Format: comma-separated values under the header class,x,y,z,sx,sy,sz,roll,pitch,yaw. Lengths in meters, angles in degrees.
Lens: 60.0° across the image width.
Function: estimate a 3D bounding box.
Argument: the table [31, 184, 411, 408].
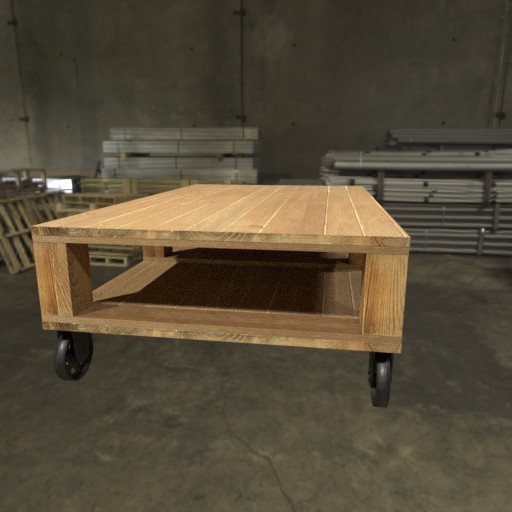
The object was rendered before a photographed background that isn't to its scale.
class,x,y,z,sx,sy,sz,roll,pitch,yaw
table,0.000,0.000,1.613,0.827,0.413,1.299,2,14,9
